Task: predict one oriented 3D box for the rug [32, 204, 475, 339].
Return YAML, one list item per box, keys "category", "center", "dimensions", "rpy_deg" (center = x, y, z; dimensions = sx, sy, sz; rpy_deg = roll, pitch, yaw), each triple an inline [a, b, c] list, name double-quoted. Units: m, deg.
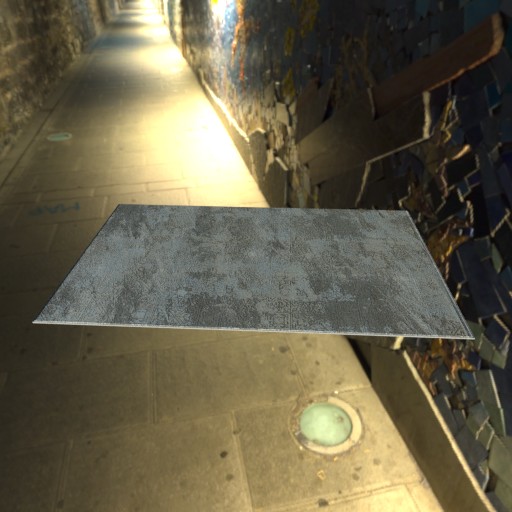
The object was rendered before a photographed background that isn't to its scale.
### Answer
- category: "rug"
  center: [0.000, 0.000, 3.078]
  dimensions: [2.431, 0.012, 1.536]
  rpy_deg: [2, 32, 3]
